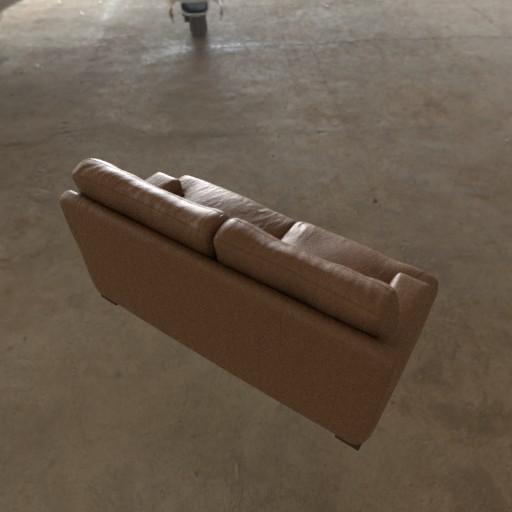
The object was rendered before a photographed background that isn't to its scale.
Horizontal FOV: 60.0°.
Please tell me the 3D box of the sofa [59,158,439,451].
[{"bbox_3d":[0.000,0.000,2.441,1.855,0.980,0.962,25,50,23],"label":"sofa"}]
